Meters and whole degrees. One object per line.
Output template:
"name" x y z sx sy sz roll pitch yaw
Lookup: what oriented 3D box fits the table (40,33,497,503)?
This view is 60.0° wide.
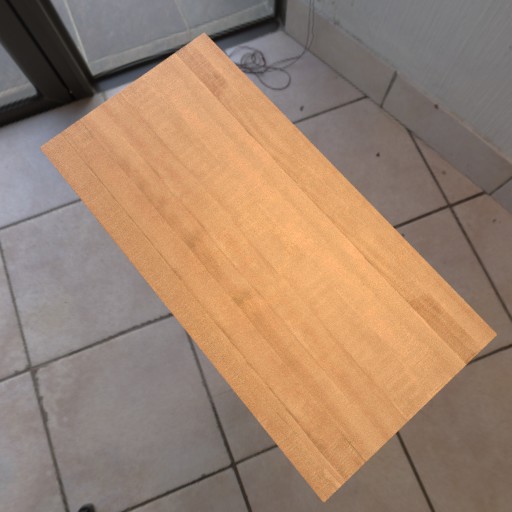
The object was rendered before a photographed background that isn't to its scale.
"table" 0.000 0.000 1.290 0.551 0.399 1.100 -39 79 -9
